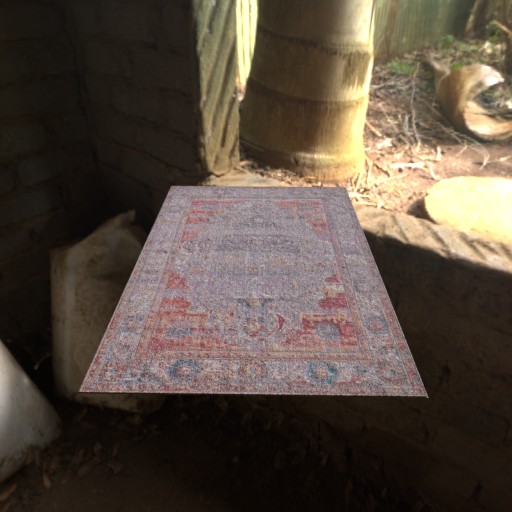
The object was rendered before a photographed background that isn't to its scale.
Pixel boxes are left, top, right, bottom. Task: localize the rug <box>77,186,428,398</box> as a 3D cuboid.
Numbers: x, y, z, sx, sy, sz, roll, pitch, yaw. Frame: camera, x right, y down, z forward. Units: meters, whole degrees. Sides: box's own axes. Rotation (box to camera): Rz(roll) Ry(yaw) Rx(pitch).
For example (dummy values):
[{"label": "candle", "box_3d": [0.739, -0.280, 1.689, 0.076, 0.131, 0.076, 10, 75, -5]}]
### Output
[{"label": "rug", "box_3d": [0.000, 0.000, 2.313, 1.219, 0.005, 1.829, 0, 32, 1]}]
